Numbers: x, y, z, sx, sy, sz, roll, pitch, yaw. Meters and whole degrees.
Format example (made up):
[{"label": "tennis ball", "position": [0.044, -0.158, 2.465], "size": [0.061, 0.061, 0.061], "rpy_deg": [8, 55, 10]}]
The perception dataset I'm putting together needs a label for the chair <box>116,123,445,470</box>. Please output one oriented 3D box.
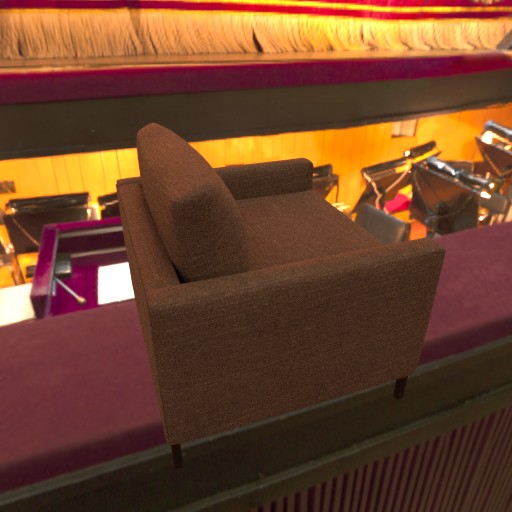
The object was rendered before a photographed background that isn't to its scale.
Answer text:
[{"label": "chair", "position": [0.000, 0.000, 1.575], "size": [0.845, 0.841, 0.940], "rpy_deg": [-10, 31, -17]}]
